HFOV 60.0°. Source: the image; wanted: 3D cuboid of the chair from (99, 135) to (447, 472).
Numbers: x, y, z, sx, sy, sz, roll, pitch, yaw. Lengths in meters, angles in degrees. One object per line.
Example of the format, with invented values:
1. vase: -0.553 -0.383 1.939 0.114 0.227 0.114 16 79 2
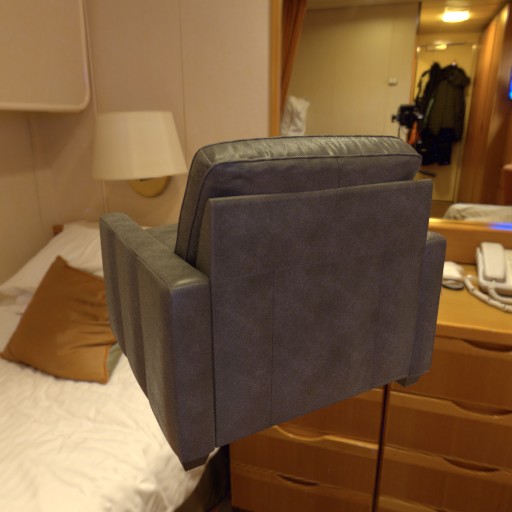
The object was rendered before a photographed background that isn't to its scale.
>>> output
1. chair: 0.000 0.000 1.697 1.006 0.916 0.939 -9 20 -27
